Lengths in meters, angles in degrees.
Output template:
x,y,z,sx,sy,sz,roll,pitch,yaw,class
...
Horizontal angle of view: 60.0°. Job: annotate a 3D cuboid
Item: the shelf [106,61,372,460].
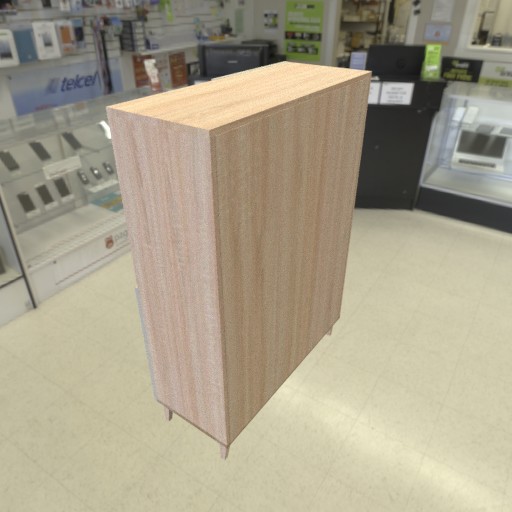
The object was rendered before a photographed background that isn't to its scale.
x,y,z,sx,sy,sz,roll,pitch,yaw,class
0.000,0.000,1.918,0.434,1.405,0.995,21,38,30,shelf
